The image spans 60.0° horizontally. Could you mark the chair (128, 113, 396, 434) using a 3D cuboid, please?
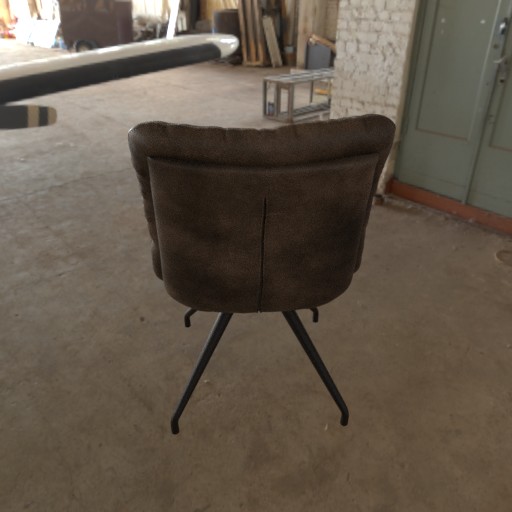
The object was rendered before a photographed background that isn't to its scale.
[{"bbox_3d":[0.000,0.000,1.224,0.549,0.870,0.622,-2,30,-3],"label":"chair"}]
